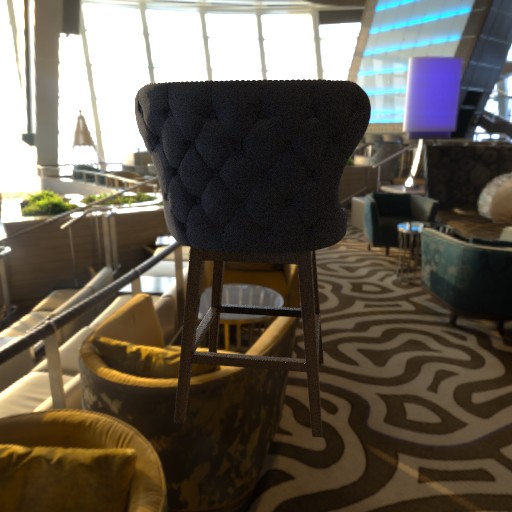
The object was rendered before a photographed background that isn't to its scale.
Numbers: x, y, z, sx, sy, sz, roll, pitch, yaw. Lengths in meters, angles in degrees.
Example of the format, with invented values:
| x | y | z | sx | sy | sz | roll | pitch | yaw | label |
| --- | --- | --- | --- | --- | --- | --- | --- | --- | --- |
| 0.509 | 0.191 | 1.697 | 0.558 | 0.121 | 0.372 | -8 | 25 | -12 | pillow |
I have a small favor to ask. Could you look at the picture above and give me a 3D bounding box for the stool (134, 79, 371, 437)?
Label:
| x | y | z | sx | sy | sz | roll | pitch | yaw | label |
| --- | --- | --- | --- | --- | --- | --- | --- | --- | --- |
| 0.000 | 0.000 | 1.376 | 0.615 | 0.972 | 0.597 | 2 | 16 | 8 | stool |
